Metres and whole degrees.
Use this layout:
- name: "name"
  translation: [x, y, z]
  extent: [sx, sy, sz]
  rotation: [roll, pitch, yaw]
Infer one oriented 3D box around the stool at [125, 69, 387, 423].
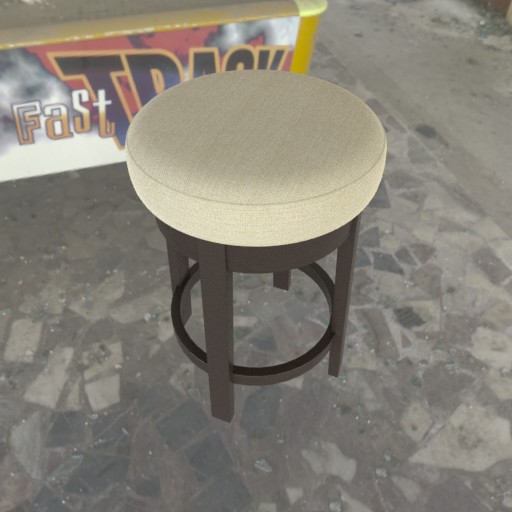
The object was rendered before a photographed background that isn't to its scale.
- name: "stool"
  translation: [0.000, 0.000, 0.939]
  extent: [0.449, 0.655, 0.449]
  rotation: [0, 45, 0]
